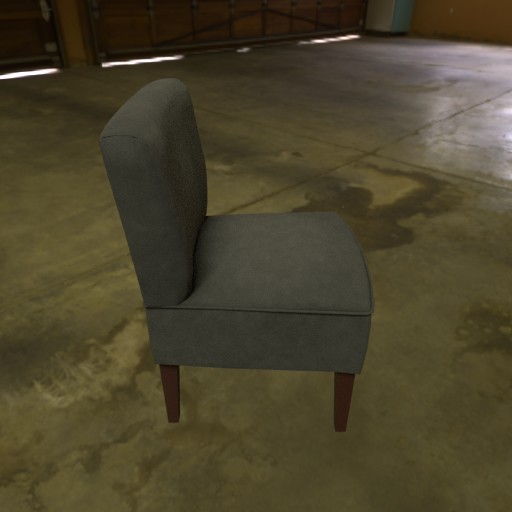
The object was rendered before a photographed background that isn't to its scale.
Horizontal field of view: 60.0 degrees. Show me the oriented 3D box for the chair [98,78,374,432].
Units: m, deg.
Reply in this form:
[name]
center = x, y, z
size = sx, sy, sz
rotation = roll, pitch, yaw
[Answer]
[chair]
center = 0.000, 0.000, 1.153
size = 0.554, 0.806, 0.521
rotation = 0, 31, 0
